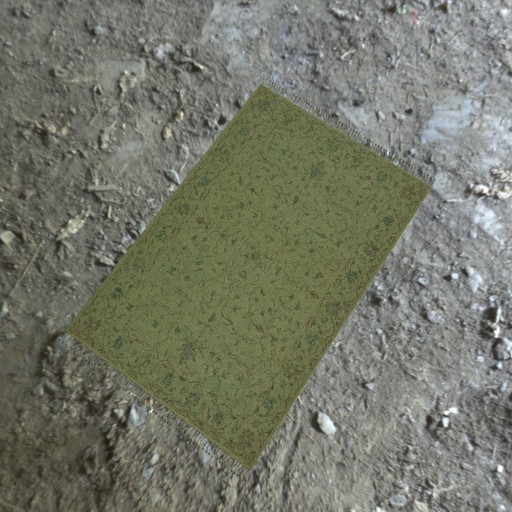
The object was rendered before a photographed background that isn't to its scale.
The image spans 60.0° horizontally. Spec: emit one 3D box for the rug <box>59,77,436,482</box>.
[{"bbox_3d":[0.000,0.000,3.074,1.544,0.010,2.435,34,78,8],"label":"rug"}]
